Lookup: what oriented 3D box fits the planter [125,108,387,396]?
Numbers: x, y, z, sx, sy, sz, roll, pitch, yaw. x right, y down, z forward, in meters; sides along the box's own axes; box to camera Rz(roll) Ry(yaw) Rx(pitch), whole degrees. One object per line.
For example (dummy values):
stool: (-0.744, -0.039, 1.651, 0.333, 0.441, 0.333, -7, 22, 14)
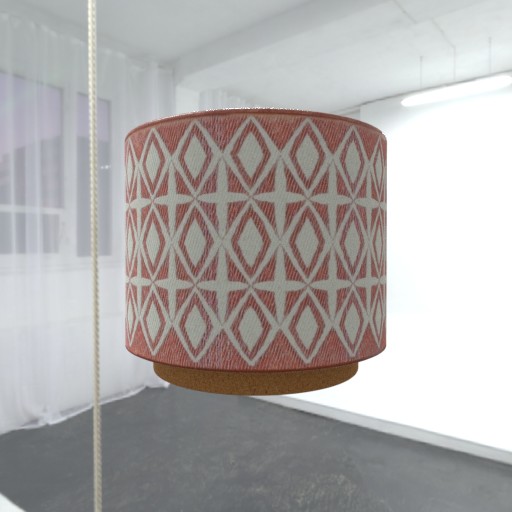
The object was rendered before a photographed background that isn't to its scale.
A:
planter: (0.000, 0.000, 0.483, 0.273, 0.237, 0.273, 0, 1, 0)
